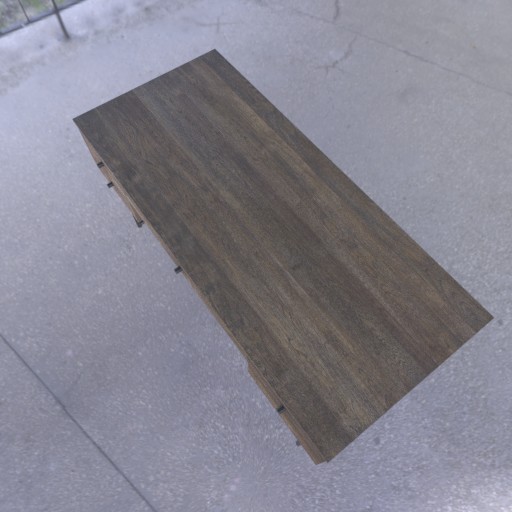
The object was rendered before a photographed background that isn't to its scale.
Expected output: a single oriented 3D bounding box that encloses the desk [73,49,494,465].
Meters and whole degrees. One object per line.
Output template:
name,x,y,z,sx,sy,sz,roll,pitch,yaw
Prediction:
desk,0.000,0.000,1.972,0.730,0.780,1.600,-34,68,-16
